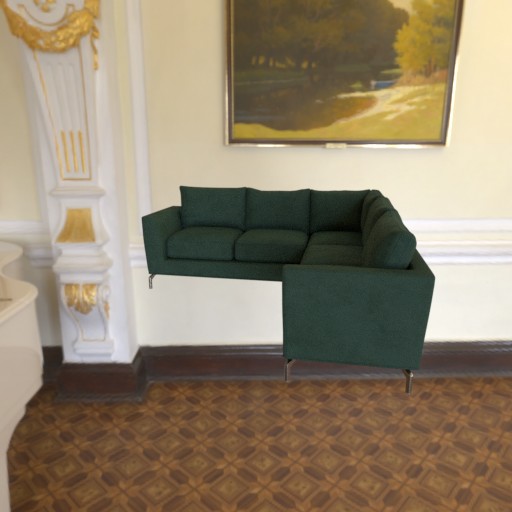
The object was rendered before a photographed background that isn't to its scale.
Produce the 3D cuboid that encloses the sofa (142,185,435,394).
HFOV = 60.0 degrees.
[{"bbox_3d":[0.000,0.000,3.848,2.468,1.004,2.452,3,14,11],"label":"sofa"}]
